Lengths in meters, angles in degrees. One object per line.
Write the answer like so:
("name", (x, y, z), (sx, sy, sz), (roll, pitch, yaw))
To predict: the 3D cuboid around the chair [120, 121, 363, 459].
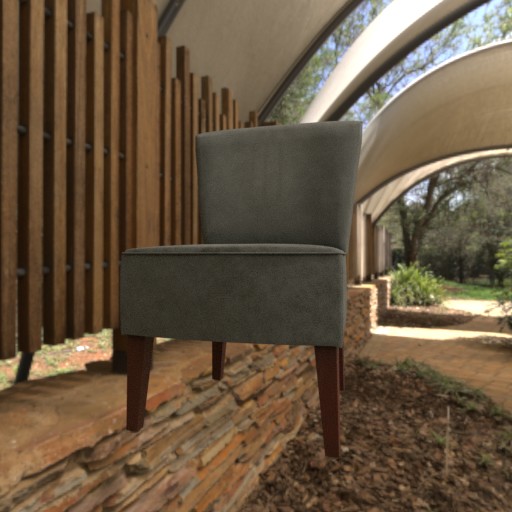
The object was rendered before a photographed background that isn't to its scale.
("chair", (0.000, 0.000, 1.158), (0.521, 0.806, 0.554), (0, 0, 16))
